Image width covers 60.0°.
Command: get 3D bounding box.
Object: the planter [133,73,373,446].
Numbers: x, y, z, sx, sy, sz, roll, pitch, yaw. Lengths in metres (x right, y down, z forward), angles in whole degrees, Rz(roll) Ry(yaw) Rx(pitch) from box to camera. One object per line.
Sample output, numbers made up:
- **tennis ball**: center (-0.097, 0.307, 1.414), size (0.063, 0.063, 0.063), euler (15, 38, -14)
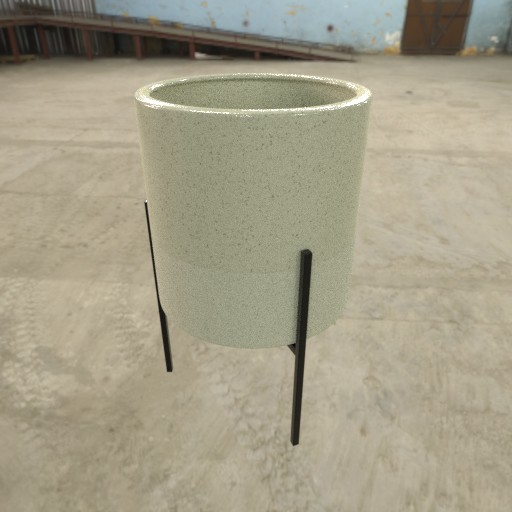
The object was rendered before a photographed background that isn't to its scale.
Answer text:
- **planter**: center (0.000, 0.000, 0.542), size (0.234, 0.390, 0.243), euler (19, 35, 31)
